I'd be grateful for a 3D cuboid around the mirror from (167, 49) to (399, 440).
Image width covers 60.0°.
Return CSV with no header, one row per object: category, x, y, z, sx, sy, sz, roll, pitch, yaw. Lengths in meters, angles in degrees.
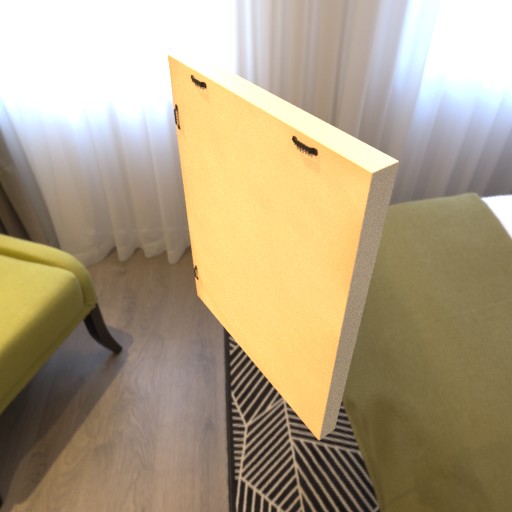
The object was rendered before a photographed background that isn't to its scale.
mirror,0.000,0.000,0.696,0.041,0.509,0.406,-25,47,-26
